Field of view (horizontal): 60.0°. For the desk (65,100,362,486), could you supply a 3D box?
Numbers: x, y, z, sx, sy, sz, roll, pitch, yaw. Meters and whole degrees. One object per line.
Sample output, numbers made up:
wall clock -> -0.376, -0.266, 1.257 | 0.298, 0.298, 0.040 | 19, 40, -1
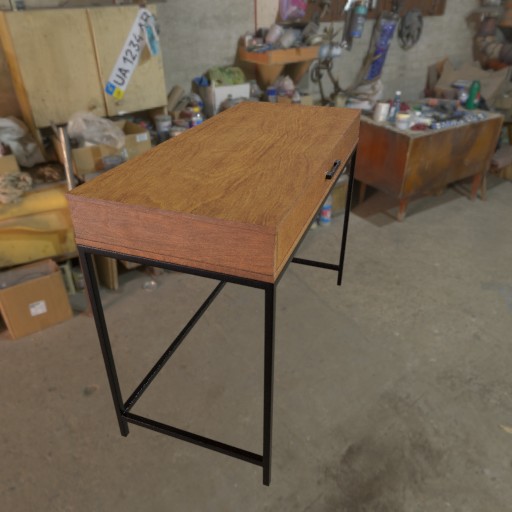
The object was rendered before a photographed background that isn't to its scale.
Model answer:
desk -> 0.000, 0.000, 1.449 | 0.470, 0.762, 1.016 | 10, 32, 17
